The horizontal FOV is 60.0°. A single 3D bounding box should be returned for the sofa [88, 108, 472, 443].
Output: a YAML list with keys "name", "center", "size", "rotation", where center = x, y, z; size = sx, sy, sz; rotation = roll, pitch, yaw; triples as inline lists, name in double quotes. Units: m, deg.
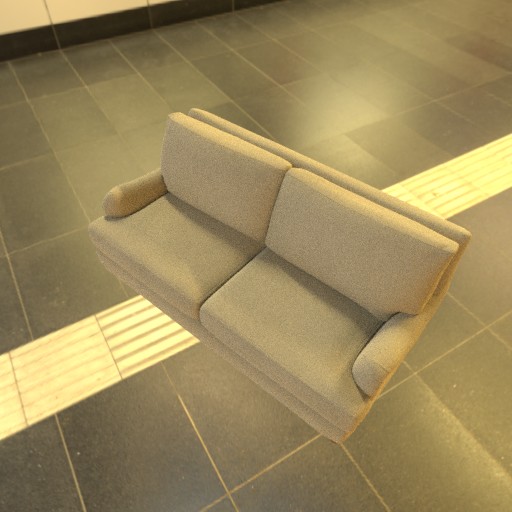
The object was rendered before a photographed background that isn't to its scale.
- name: "sofa"
  center: [0.000, 0.000, 2.721]
  size: [2.070, 0.997, 1.091]
  rotation: [31, 55, 25]
